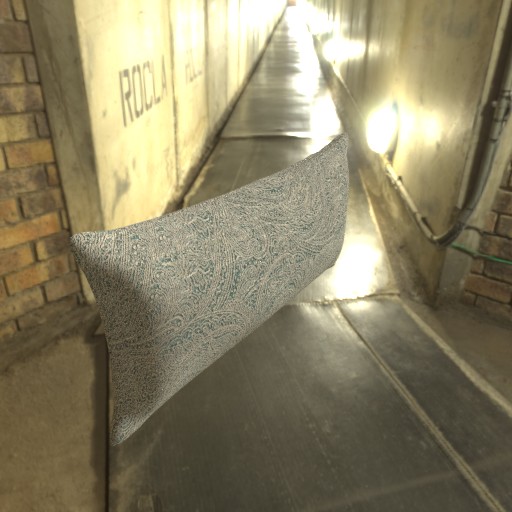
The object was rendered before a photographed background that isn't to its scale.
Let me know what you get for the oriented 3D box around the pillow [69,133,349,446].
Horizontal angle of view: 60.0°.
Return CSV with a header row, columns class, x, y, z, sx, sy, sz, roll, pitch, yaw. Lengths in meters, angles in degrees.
class,x,y,z,sx,sy,sz,roll,pitch,yaw
pillow,0.000,0.000,0.718,0.151,0.295,0.615,18,32,32
